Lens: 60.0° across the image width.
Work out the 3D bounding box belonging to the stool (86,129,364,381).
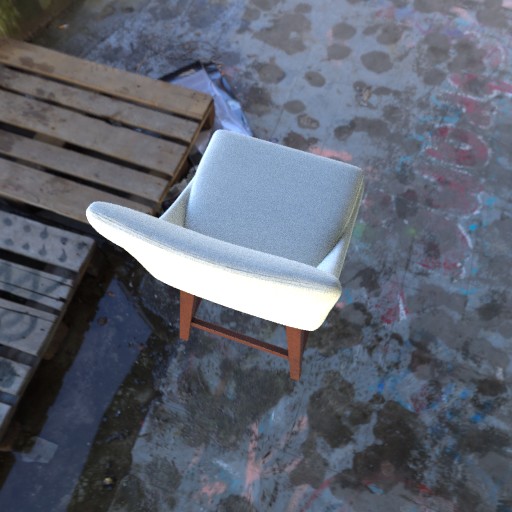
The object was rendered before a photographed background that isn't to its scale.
[{"bbox_3d":[0.000,0.000,1.257,0.469,0.991,0.559,18,65,8],"label":"stool"}]
